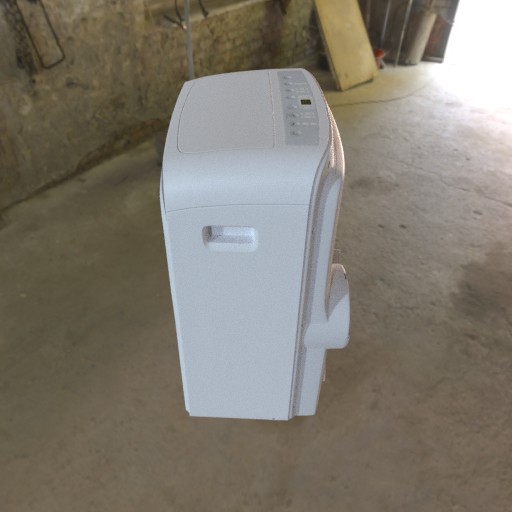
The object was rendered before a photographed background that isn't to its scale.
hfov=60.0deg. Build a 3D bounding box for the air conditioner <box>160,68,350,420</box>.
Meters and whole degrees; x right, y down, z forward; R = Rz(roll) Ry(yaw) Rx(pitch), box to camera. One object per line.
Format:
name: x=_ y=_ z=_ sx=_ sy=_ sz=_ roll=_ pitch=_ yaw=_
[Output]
air conditioner: x=0.000 y=0.000 z=0.983 sx=0.365 sy=0.700 sz=0.454 roll=-1 pitch=42 yaw=-1
